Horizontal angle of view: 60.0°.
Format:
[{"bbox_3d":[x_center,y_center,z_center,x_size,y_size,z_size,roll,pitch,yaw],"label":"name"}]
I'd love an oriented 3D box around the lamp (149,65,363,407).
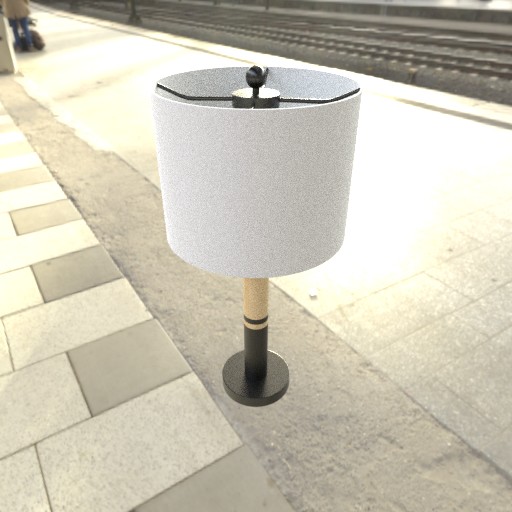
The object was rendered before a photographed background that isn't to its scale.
[{"bbox_3d":[0.000,0.000,0.799,0.305,0.640,0.305,-20,37,-29],"label":"lamp"}]
